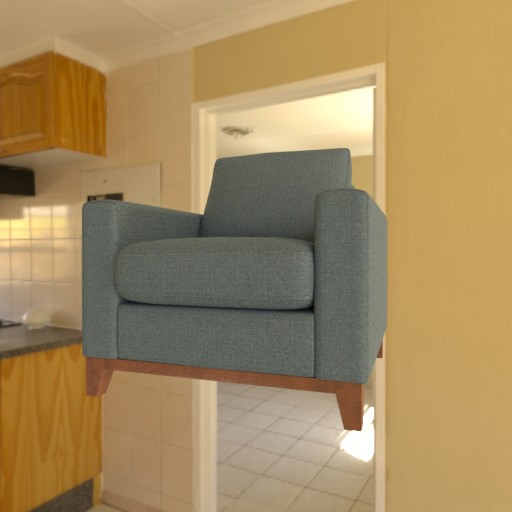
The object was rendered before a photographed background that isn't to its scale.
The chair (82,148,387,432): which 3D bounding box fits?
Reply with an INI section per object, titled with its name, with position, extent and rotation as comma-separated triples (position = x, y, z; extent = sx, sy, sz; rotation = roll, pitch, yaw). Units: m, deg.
[chair]
position = 0.000, 0.000, 1.888
extent = 1.024, 1.010, 1.038
rotation = 0, 1, 19
